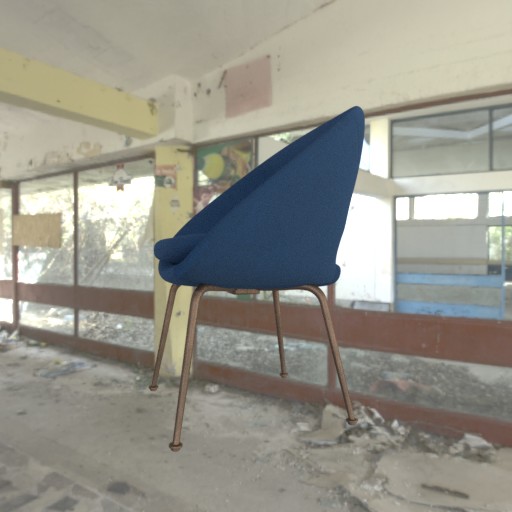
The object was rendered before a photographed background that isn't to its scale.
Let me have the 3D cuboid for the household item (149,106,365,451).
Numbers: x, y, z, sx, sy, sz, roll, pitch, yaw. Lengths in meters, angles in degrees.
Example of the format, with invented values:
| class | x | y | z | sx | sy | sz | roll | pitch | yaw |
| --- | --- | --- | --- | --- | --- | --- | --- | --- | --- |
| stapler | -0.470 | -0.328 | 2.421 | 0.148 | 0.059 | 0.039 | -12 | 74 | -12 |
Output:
| class | x | y | z | sx | sy | sz | roll | pitch | yaw |
| --- | --- | --- | --- | --- | --- | --- | --- | --- | --- |
| household item | 0.000 | 0.000 | 1.281 | 0.573 | 0.852 | 0.623 | 0 | 1 | -19 |
